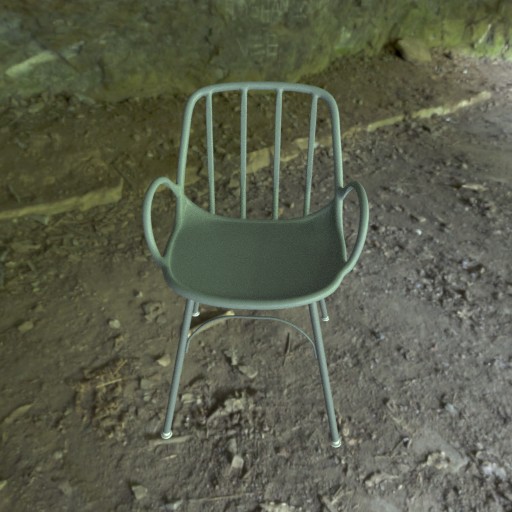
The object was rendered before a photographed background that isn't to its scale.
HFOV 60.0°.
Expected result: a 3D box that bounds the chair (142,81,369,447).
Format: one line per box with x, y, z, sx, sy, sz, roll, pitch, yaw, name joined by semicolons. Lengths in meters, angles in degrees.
0.000;0.000;1.232;0.549;0.816;0.597;2;32;3;chair
